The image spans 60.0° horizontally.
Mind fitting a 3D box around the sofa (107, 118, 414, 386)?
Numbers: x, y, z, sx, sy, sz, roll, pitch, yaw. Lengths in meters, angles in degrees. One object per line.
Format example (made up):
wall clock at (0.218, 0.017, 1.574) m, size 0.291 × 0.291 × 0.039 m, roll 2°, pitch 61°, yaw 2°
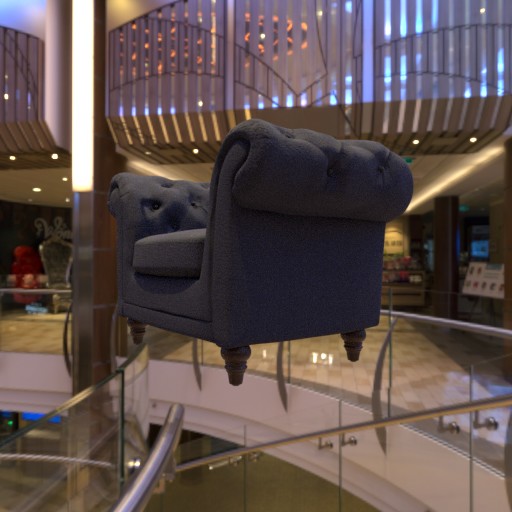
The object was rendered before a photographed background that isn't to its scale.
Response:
sofa at (0.000, 0.000, 2.098) m, size 1.032 × 0.878 × 1.405 m, roll 0°, pitch 0°, yaw -36°
